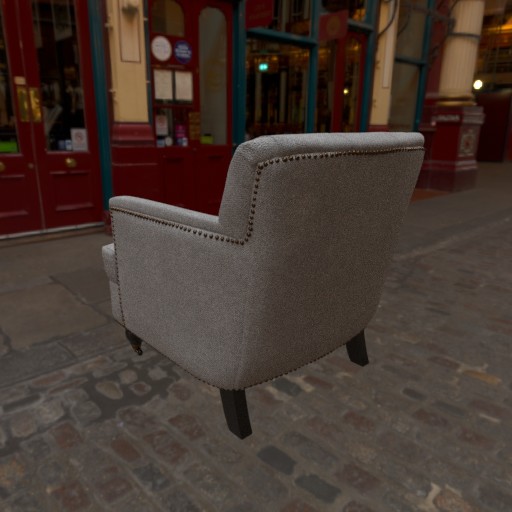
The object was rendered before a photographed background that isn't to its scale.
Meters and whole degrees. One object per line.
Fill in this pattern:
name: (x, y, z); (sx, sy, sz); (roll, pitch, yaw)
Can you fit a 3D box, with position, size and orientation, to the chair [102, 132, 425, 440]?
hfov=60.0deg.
chair: (0.000, 0.000, 1.515); (0.737, 0.823, 0.902); (-14, 22, -40)
